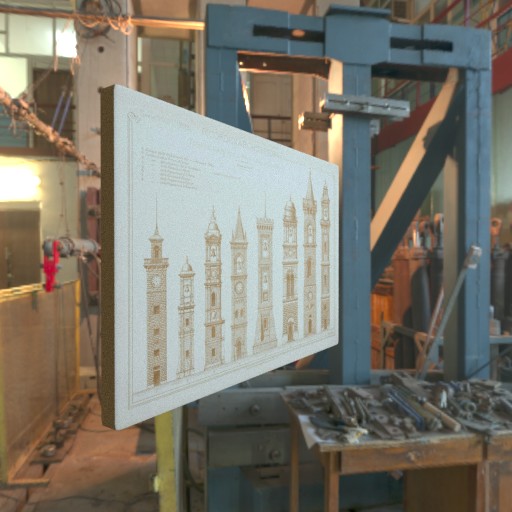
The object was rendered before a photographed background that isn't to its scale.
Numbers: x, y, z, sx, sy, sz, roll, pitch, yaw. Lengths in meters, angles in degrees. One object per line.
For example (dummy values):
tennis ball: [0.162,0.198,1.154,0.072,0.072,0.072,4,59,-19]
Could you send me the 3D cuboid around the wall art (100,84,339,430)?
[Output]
wall art: [0.000,0.000,0.482,0.019,0.254,0.380,0,1,35]
